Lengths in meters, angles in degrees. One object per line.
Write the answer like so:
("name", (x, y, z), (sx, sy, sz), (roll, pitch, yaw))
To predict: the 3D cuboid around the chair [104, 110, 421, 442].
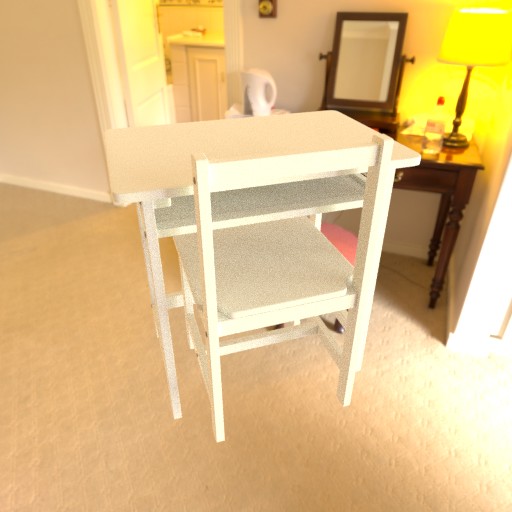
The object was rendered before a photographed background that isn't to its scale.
("chair", (0.000, 0.000, 1.070), (0.599, 0.673, 0.461), (-10, 33, -15))
